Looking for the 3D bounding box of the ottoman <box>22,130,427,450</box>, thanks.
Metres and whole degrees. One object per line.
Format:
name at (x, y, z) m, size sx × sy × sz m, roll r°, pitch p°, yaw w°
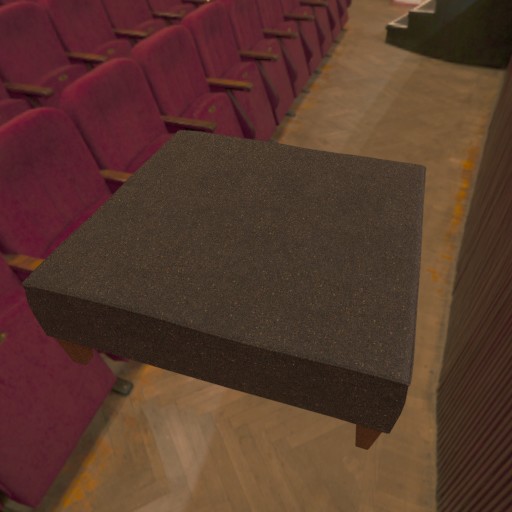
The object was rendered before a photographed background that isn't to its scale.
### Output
ottoman at (0.000, 0.000, 1.495) m, size 1.004 × 0.382 × 0.968 m, roll 12°, pitch 42°, yaw 13°
